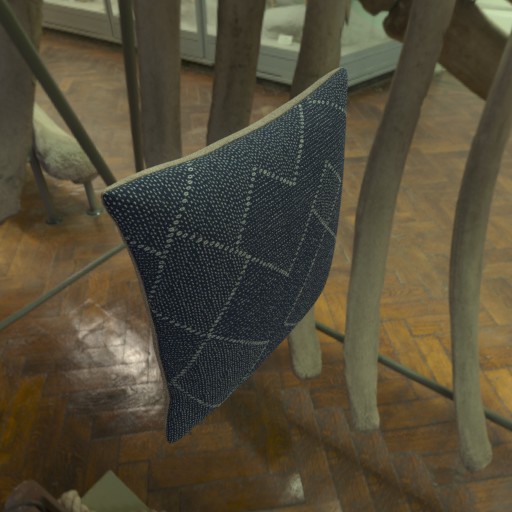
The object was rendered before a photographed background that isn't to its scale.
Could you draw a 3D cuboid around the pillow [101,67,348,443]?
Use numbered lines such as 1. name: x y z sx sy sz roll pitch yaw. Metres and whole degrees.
1. pillow: 0.000 0.000 0.646 0.148 0.428 0.435 26 47 27
